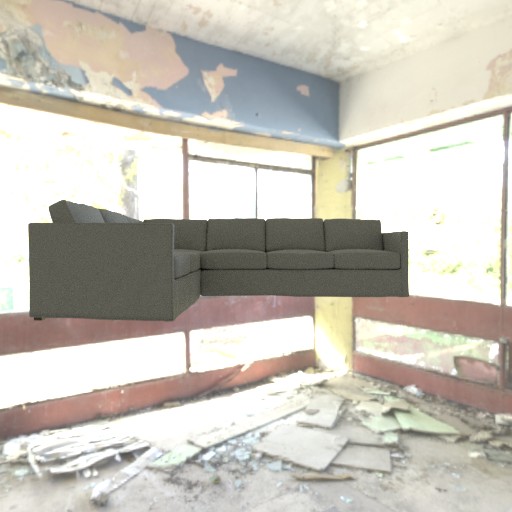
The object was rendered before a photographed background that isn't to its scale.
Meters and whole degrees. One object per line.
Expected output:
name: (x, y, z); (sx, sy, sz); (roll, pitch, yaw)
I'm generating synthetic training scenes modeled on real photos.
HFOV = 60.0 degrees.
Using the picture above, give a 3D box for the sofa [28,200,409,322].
sofa: (0.000, 0.000, 4.281); (3.182, 0.871, 2.432); (0, 1, 0)
